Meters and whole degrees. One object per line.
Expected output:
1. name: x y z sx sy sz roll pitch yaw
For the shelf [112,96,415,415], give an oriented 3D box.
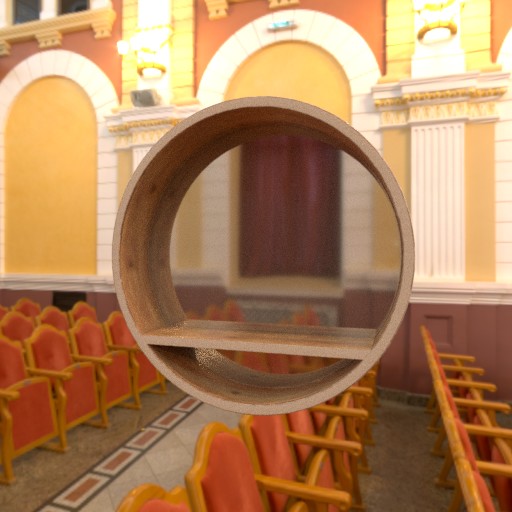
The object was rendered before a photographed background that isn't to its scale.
1. shelf: 0.000 0.000 1.198 0.806 0.807 0.158 0 0 18
